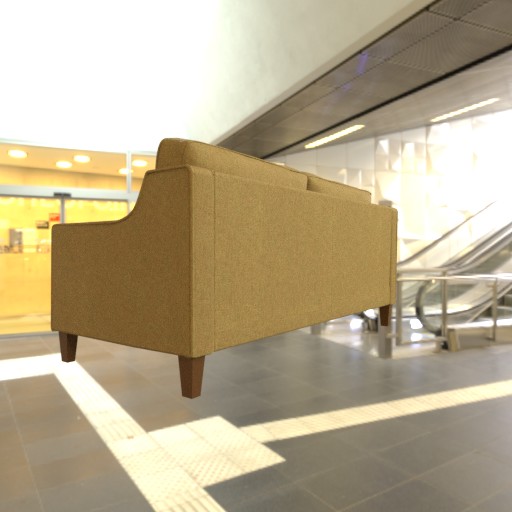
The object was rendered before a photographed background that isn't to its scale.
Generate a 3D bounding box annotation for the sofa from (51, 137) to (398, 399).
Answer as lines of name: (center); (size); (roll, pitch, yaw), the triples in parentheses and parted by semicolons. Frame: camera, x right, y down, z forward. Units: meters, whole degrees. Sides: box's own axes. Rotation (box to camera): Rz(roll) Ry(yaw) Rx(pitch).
sofa: (0.000, 0.000, 2.838); (1.073, 1.074, 2.181); (1, 1, 37)
